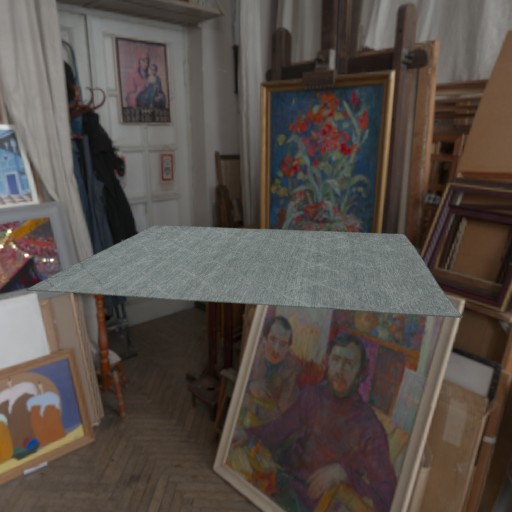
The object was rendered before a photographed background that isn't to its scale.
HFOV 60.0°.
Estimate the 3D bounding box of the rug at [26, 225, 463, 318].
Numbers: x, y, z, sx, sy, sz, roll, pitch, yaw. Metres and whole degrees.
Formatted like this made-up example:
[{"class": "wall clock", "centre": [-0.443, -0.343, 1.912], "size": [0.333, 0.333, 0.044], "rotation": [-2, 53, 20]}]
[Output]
[{"class": "rug", "centre": [0.000, 0.000, 4.152], "size": [3.048, 0.013, 2.438], "rotation": [3, 15, 9]}]
